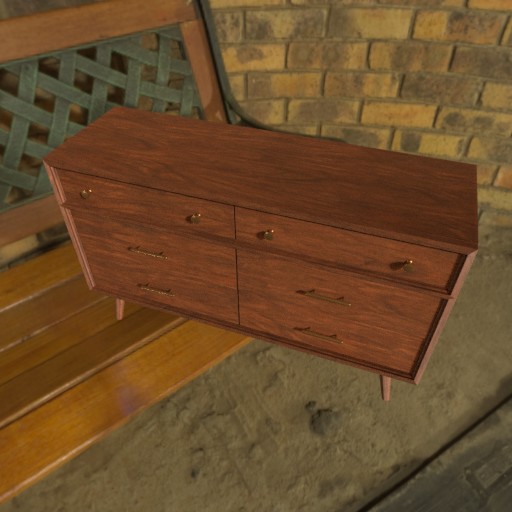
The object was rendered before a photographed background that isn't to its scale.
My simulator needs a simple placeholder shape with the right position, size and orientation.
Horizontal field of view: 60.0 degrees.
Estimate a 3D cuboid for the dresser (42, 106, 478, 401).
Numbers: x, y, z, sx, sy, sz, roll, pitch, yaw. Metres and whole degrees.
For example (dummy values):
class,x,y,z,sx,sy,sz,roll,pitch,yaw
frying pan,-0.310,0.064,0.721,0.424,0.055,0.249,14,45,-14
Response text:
class,x,y,z,sx,sy,sz,roll,pitch,yaw
dresser,0.000,0.000,1.869,1.472,0.889,0.500,13,44,14
